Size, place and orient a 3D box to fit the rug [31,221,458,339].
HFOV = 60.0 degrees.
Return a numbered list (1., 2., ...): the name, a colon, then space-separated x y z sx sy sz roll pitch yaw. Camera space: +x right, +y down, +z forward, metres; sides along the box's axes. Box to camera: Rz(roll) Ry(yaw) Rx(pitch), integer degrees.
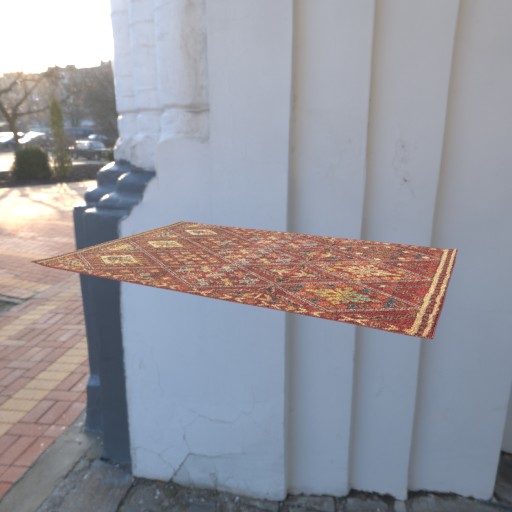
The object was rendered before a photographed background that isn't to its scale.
1. rug: 0.000 0.000 2.828 2.286 0.026 1.521 8 17 26
